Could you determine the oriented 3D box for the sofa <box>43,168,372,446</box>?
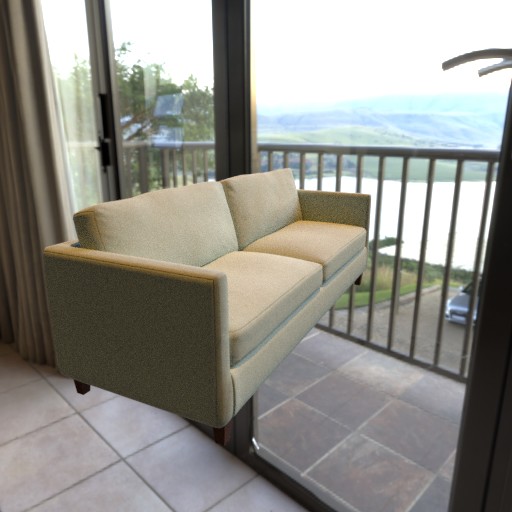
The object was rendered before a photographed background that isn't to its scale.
[{"bbox_3d":[0.000,0.000,2.867,0.948,0.965,2.434,8,18,26],"label":"sofa"}]
